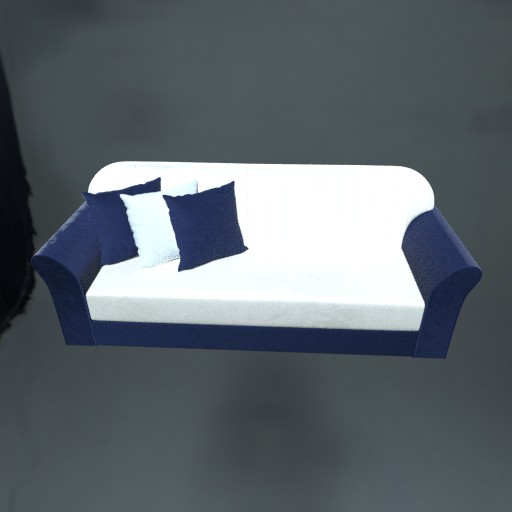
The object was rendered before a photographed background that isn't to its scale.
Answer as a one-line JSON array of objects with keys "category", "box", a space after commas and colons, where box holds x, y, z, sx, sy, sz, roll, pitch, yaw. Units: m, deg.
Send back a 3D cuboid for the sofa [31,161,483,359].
[{"category": "sofa", "box": [0.000, 0.000, 2.359, 2.006, 0.789, 0.749, 2, 31, 3]}]
